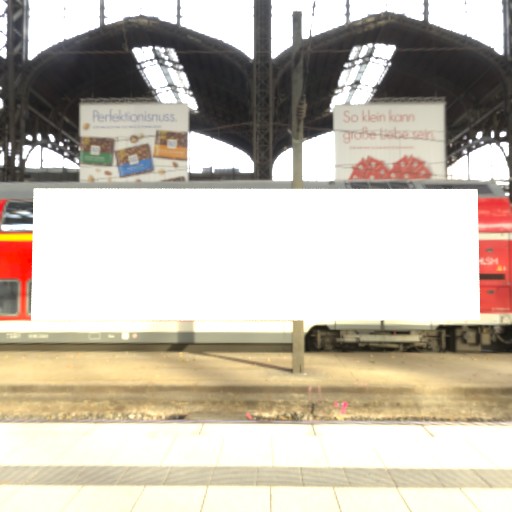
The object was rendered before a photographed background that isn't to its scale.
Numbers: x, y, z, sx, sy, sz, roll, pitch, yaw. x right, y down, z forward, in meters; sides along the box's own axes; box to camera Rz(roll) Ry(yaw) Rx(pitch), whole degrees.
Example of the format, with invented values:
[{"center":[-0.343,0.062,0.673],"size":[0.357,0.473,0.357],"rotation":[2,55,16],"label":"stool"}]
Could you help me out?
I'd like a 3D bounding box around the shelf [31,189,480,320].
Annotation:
[{"center":[0.000,0.000,1.113],"size":[1.020,0.300,0.200],"rotation":[0,-2,0],"label":"shelf"}]
